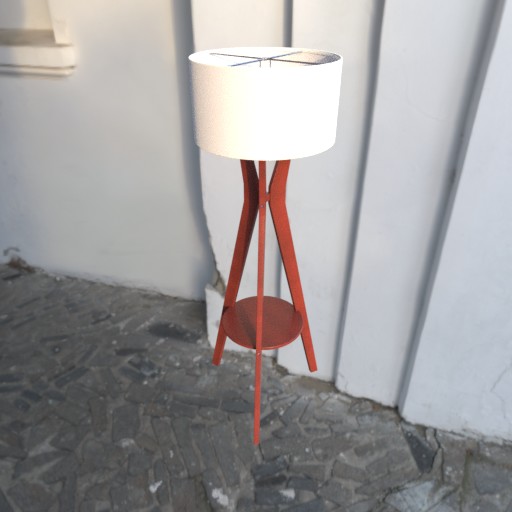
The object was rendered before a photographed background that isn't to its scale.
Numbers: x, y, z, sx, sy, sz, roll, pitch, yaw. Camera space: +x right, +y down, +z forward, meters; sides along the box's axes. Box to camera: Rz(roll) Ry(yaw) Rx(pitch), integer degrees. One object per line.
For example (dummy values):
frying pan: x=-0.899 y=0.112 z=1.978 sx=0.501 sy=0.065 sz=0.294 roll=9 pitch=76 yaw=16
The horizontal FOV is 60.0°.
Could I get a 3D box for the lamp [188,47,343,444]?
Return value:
lamp: x=0.000 y=0.000 z=1.770 sx=0.542 sy=1.472 sz=0.539 roll=20 pitch=37 yaw=30
